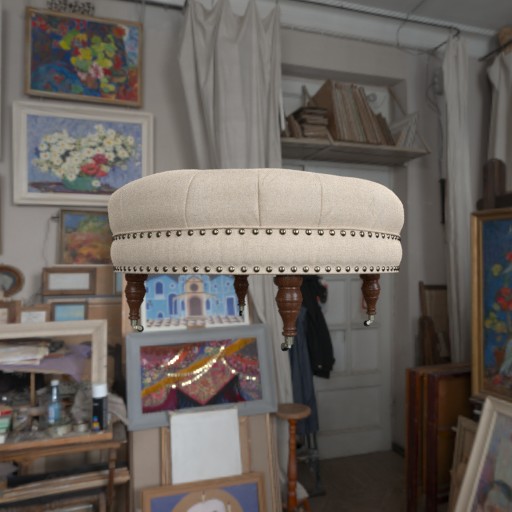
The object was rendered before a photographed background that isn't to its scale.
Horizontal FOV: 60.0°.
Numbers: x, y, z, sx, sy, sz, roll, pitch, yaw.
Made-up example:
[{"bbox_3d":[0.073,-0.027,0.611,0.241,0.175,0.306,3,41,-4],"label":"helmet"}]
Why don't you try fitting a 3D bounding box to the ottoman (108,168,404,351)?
[{"bbox_3d":[0.000,0.000,1.470,0.940,0.483,0.940,0,-1,0],"label":"ottoman"}]
